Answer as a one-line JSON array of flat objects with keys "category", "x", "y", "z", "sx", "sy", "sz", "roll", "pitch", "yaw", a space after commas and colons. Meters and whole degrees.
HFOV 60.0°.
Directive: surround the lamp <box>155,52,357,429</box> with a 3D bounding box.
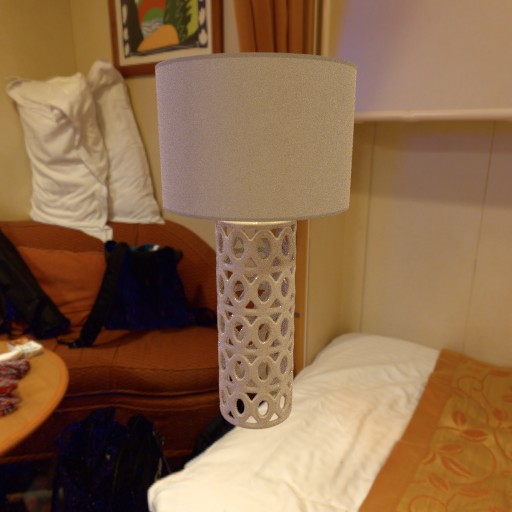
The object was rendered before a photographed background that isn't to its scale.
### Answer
[{"category": "lamp", "x": 0.000, "y": 0.000, "z": 0.815, "sx": 0.324, "sy": 0.636, "sz": 0.325, "roll": -3, "pitch": 16, "yaw": -11}]
